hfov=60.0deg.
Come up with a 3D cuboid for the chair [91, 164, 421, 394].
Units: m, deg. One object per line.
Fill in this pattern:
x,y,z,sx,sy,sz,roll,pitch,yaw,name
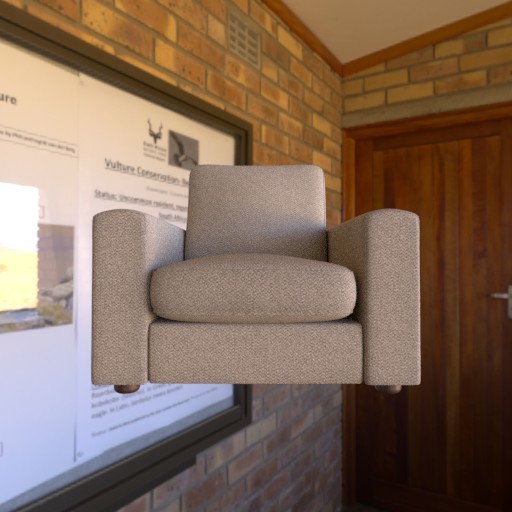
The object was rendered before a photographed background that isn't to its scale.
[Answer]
0.000,0.000,1.805,1.005,0.873,1.016,0,-1,0,chair
